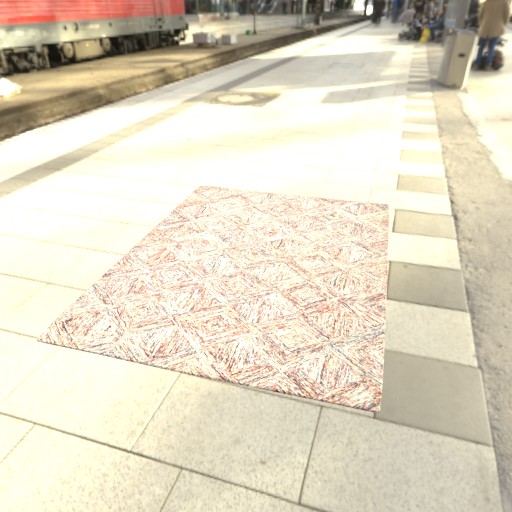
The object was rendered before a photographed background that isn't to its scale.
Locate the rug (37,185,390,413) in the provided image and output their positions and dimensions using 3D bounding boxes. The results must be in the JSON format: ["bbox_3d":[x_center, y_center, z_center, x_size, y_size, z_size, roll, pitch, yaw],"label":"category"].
[{"bbox_3d":[0.000,0.000,4.242,2.436,0.024,3.226,8,31,13],"label":"rug"}]
